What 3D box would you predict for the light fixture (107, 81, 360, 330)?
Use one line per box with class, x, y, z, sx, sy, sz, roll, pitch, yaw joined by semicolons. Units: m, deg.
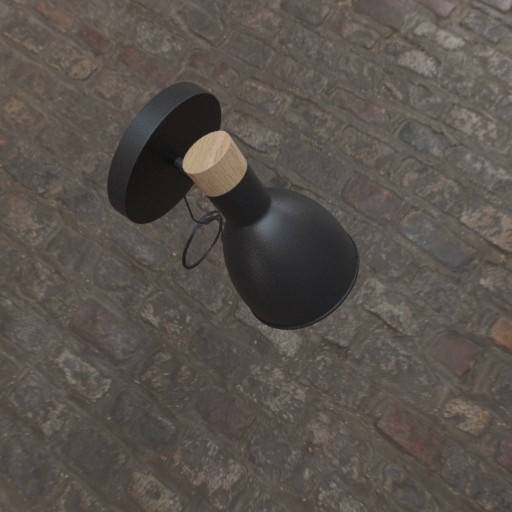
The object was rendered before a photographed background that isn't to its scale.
light fixture;0.000;0.000;0.492;0.203;0.401;0.127;34;78;9
